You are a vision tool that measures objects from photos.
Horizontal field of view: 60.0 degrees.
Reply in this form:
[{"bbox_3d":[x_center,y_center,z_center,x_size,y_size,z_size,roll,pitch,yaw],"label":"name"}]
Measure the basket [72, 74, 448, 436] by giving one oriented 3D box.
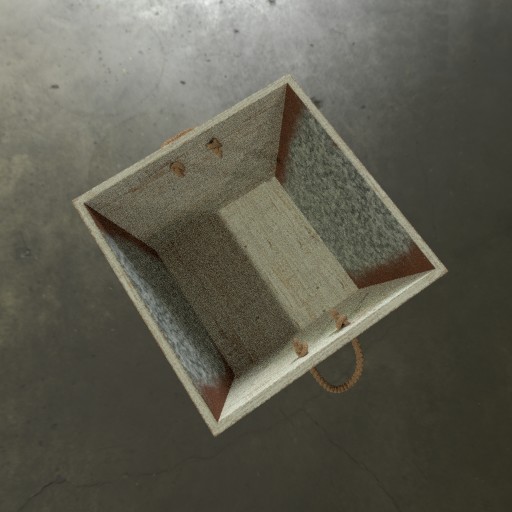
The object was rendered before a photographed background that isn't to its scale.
[{"bbox_3d":[0.000,0.000,0.793,0.413,0.247,0.545,-33,78,-8],"label":"basket"}]
